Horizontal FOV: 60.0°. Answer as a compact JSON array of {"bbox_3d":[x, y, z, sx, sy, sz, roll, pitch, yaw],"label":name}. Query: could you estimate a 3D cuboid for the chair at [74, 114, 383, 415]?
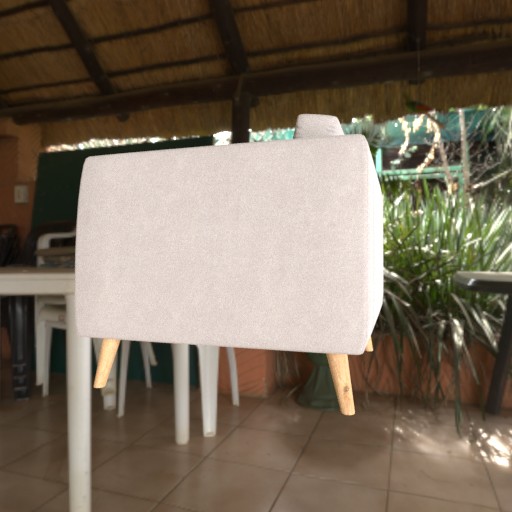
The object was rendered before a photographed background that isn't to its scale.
[{"bbox_3d":[0.000,0.000,1.739,0.930,0.860,1.000,0,0,18],"label":"chair"}]
